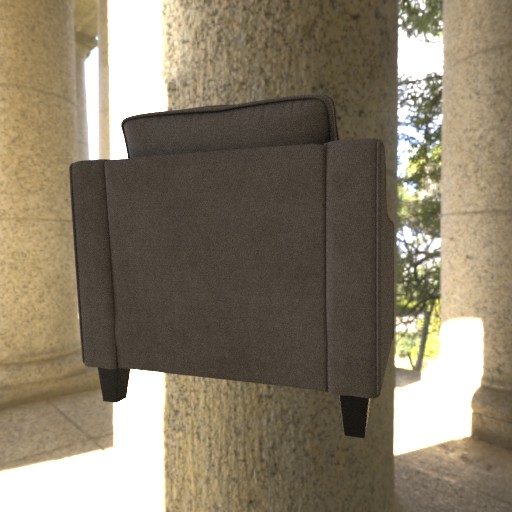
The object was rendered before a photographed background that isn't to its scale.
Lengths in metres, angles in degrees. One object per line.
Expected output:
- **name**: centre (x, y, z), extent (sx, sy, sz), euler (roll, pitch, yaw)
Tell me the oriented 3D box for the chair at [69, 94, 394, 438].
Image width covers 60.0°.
- **chair**: centre (0.000, 0.000, 1.600), extent (0.926, 0.944, 0.840), euler (0, 1, 20)
